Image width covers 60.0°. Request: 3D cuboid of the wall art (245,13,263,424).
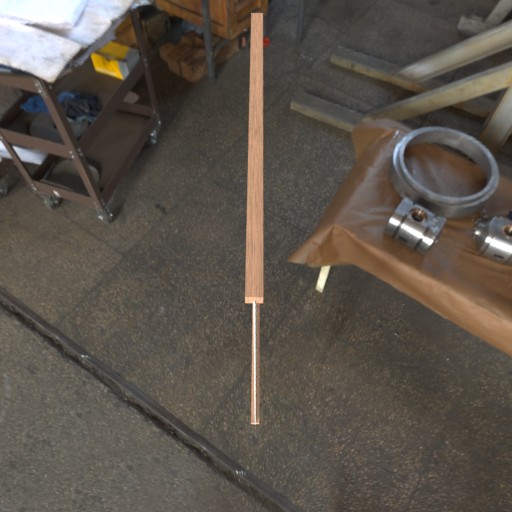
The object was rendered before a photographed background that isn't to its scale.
[{"bbox_3d":[0.000,0.000,1.311,0.028,1.016,0.765,0,59,0],"label":"wall art"}]
